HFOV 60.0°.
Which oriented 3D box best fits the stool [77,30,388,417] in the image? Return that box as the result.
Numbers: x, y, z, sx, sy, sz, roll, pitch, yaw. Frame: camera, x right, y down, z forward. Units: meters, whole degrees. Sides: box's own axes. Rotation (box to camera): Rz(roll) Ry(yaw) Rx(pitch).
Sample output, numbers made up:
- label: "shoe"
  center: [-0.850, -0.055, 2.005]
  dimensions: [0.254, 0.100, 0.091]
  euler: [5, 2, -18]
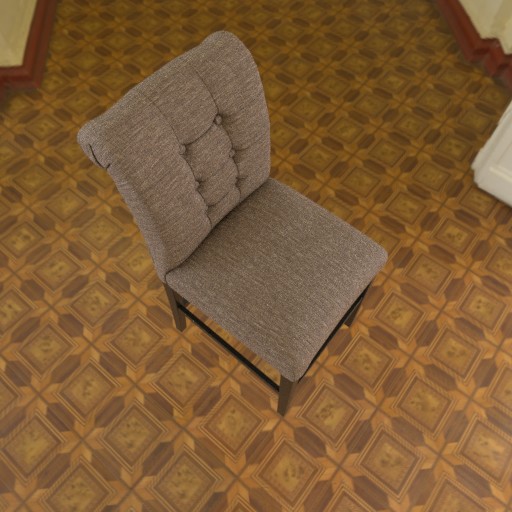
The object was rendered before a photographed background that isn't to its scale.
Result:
- label: "stool"
  center: [0.000, 0.000, 1.275]
  dimensions: [0.611, 0.970, 0.457]
  euler: [35, 65, 18]
